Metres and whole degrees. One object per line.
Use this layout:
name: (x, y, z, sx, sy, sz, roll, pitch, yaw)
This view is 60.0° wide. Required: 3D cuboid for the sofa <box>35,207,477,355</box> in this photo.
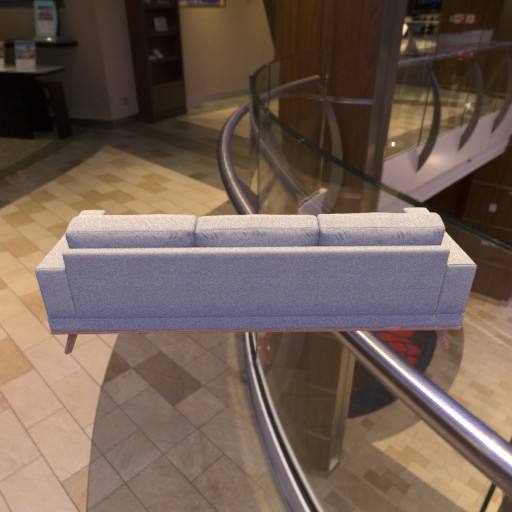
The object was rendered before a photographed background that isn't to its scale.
sofa: (0.000, 0.000, 2.760, 2.310, 0.810, 0.920, -1, 30, -1)
